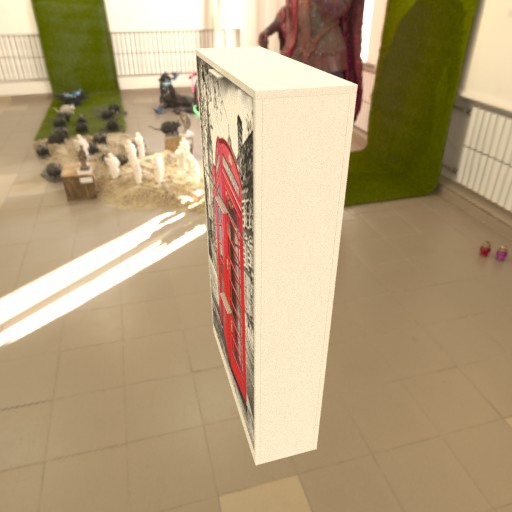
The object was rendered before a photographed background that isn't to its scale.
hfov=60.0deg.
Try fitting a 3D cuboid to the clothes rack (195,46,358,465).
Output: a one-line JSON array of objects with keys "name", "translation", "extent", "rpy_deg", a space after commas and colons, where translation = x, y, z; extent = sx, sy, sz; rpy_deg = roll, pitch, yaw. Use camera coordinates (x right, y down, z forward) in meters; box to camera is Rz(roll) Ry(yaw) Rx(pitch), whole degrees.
[{"name": "clothes rack", "translation": [0.000, 0.000, 1.588], "extent": [0.250, 1.280, 0.750], "rpy_deg": [-9, 32, -14]}]
